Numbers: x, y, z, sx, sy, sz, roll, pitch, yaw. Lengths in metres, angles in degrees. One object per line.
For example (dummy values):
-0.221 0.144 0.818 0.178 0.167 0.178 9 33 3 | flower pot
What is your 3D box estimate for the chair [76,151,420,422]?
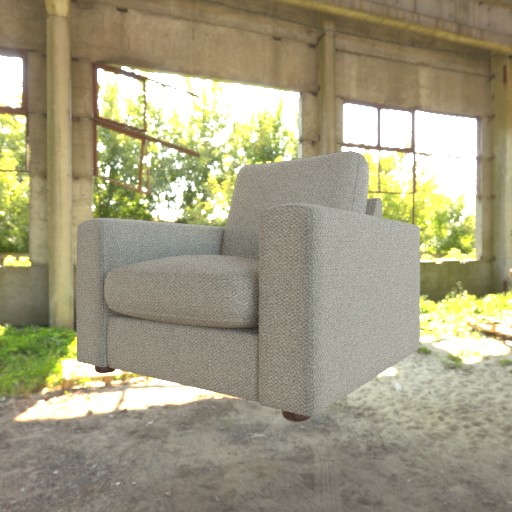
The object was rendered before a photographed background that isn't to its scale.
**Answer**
0.000 0.000 1.755 1.005 0.873 1.016 0 0 35 | chair
